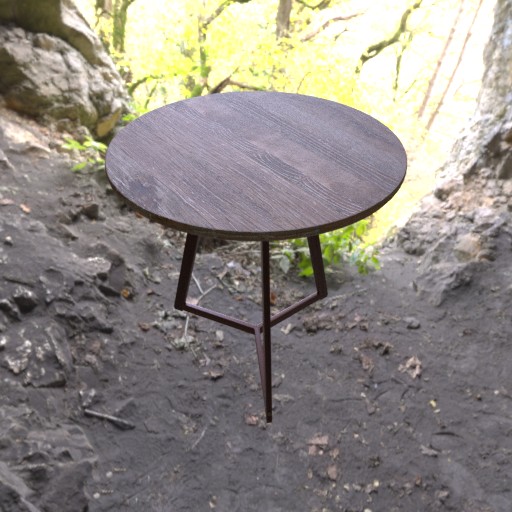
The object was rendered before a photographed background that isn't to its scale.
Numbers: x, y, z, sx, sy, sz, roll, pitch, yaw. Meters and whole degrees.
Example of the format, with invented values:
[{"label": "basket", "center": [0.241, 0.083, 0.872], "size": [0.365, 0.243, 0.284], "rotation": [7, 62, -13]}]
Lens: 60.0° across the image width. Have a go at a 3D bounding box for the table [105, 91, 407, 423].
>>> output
[{"label": "table", "center": [0.000, 0.000, 0.915], "size": [0.500, 0.500, 0.500], "rotation": [0, 40, 0]}]
